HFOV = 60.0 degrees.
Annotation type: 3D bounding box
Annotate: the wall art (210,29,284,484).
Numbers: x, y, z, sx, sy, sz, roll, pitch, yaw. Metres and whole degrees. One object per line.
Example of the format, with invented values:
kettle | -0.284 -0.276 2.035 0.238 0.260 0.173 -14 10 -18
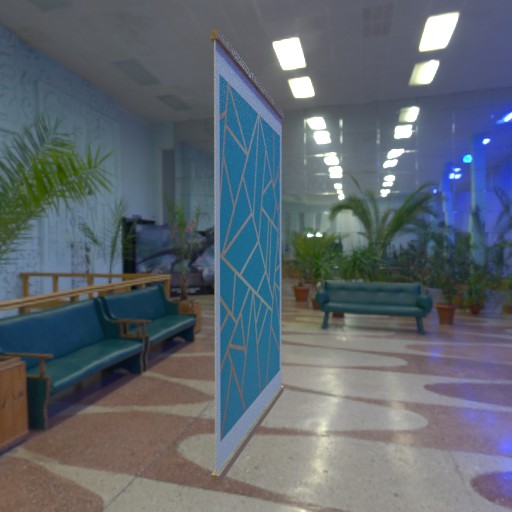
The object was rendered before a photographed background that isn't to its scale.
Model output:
wall art | 0.000 0.000 1.957 0.030 1.519 0.990 0 2 16
